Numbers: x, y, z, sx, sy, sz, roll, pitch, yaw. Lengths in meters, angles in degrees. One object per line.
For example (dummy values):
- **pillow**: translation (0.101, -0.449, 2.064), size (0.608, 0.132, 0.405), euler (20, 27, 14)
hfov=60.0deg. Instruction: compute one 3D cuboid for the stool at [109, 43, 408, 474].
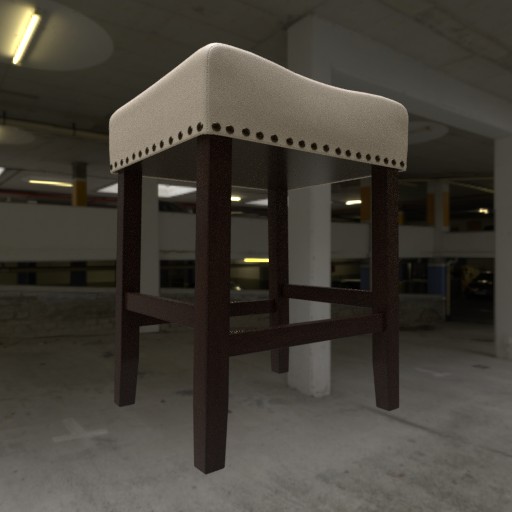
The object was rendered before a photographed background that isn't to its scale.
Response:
- **stool**: translation (0.000, 0.000, 0.898), size (0.471, 0.609, 0.401), euler (0, 0, -37)
